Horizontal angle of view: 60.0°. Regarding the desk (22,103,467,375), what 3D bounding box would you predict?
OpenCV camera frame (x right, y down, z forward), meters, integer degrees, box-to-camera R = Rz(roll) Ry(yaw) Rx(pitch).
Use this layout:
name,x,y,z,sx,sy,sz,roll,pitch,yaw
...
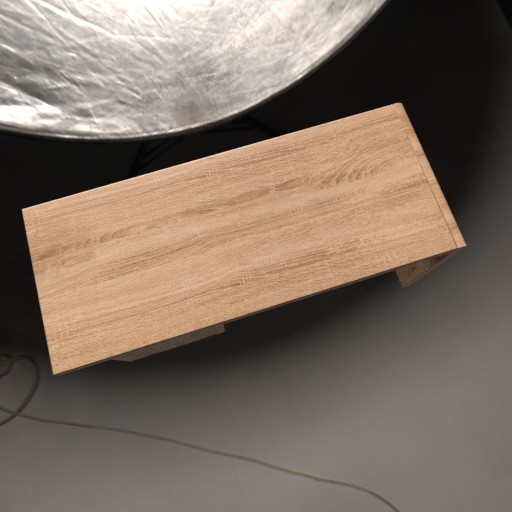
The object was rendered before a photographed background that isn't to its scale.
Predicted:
name,x,y,z,sx,sy,sz,roll,pitch,yaw
desk,0.000,0.000,1.665,1.300,0.750,0.500,-17,76,-4
